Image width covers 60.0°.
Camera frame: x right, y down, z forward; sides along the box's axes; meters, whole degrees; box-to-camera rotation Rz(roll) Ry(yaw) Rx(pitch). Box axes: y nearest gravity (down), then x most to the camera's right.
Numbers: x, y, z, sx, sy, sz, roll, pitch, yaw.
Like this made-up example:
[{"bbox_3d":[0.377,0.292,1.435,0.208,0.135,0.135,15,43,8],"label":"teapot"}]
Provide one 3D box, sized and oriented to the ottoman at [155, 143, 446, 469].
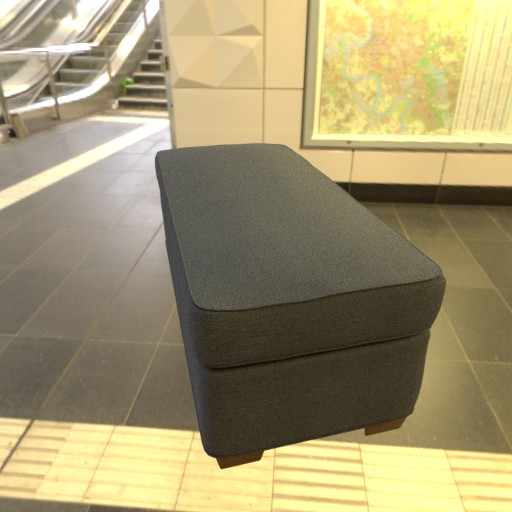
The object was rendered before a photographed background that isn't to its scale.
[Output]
[{"bbox_3d":[0.000,0.000,1.350,0.515,0.460,1.110,-7,29,-13],"label":"ottoman"}]
